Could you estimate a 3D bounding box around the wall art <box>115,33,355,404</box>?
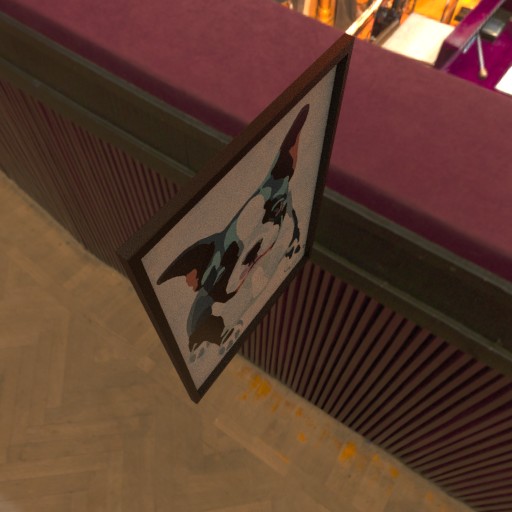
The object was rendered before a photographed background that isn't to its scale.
[{"bbox_3d":[0.000,0.000,1.348,0.030,1.027,0.774,32,64,18],"label":"wall art"}]
